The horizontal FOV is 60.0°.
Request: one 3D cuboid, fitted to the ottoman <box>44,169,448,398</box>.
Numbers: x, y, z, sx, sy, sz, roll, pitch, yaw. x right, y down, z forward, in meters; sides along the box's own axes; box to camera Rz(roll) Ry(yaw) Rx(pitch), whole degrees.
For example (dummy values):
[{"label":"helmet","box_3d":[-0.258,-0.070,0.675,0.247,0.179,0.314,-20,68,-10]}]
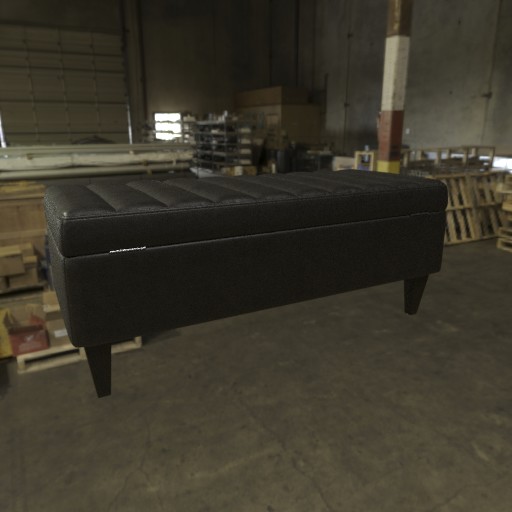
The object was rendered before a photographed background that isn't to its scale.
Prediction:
[{"label":"ottoman","box_3d":[0.000,0.000,1.390,1.151,0.469,0.482,-8,18,-27]}]
